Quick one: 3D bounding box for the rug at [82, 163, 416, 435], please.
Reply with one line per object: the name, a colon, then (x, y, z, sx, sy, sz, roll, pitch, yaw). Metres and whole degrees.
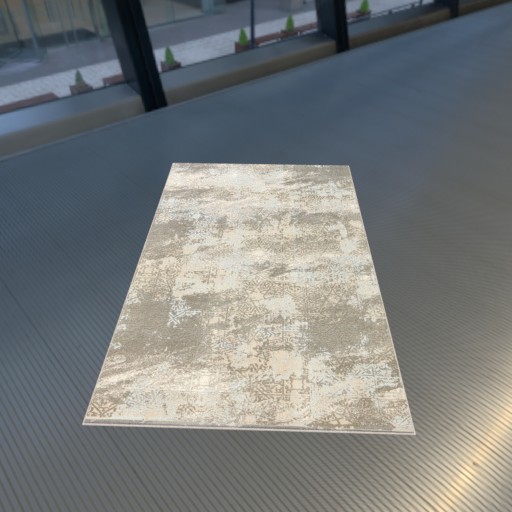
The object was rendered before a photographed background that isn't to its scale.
rug: (0.000, 0.000, 2.951, 1.536, 0.012, 2.431, 1, 41, 1)
